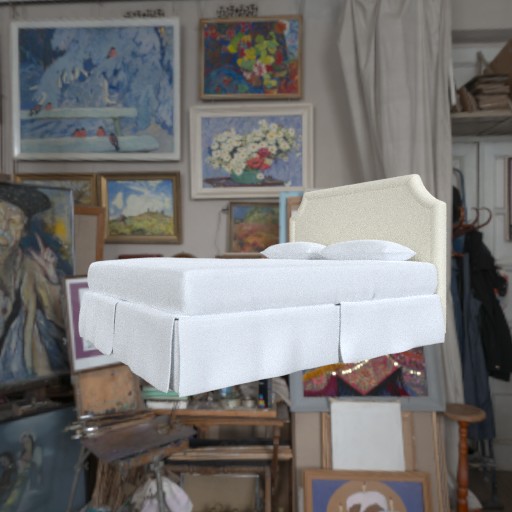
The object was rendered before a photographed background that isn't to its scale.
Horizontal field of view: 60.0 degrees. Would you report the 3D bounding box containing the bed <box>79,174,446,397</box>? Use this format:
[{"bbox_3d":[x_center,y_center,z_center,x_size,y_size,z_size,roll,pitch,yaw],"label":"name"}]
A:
[{"bbox_3d":[0.000,0.000,4.201,2.773,1.590,2.350,0,0,-35],"label":"bed"}]
